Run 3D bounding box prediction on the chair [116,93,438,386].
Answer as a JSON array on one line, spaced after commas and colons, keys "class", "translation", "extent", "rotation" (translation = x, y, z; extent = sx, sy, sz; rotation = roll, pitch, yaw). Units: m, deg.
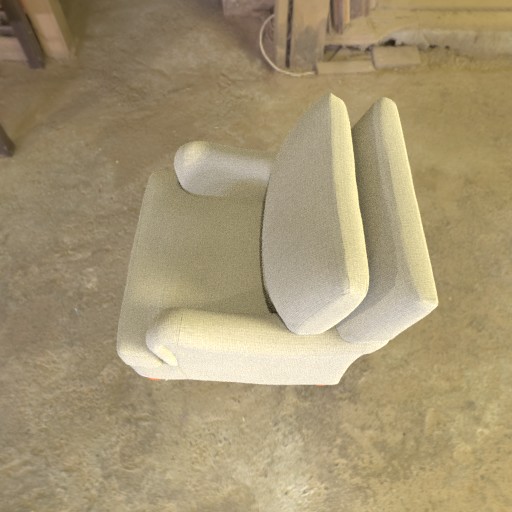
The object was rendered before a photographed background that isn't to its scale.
[{"class": "chair", "translation": [0.000, 0.000, 1.875], "extent": [1.070, 1.038, 0.955], "rotation": [1, 58, 1]}]
